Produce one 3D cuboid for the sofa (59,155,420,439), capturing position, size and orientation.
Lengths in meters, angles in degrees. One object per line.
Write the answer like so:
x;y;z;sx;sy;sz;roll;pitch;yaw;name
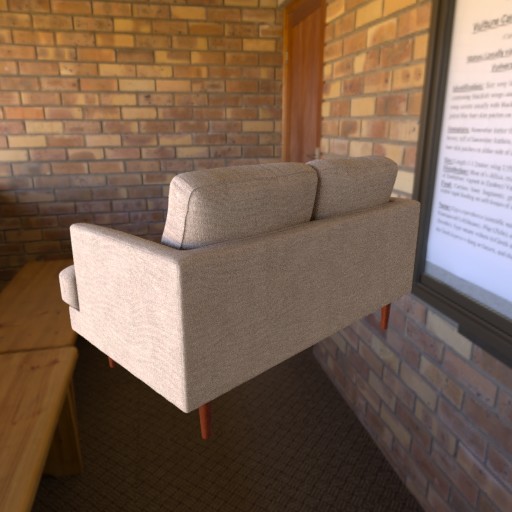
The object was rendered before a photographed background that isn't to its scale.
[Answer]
0.000;0.000;2.160;1.582;0.944;0.903;-16;23;-43;sofa
